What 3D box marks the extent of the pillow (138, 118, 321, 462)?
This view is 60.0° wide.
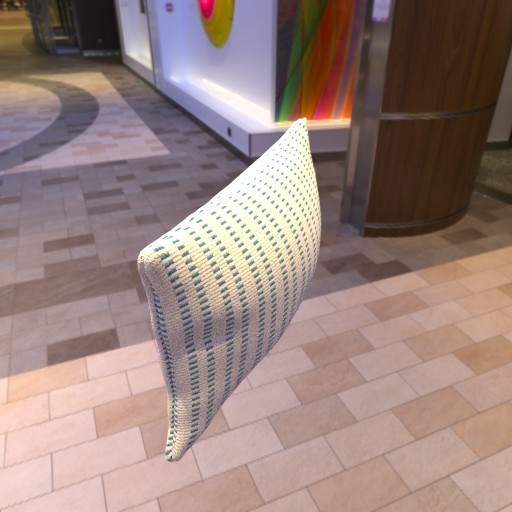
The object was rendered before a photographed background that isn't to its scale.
[{"bbox_3d":[0.000,0.000,0.803,0.210,0.353,0.640,11,32,18],"label":"pillow"}]
